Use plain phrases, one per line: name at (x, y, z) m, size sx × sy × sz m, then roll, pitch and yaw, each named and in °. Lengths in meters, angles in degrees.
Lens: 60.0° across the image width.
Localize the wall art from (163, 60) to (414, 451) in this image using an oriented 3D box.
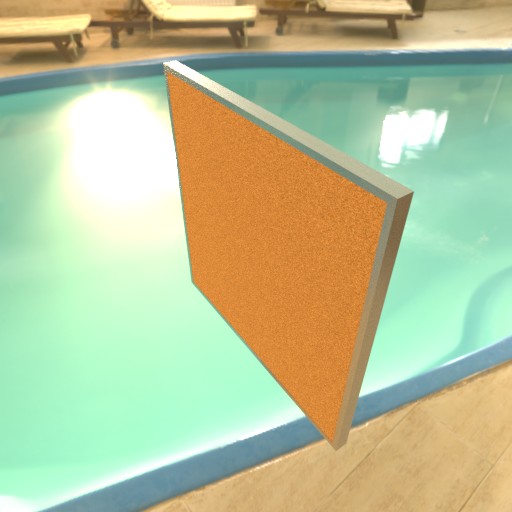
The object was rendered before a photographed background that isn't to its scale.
wall art at (0.000, 0.000, 1.198) m, size 0.038 × 0.806 × 0.806 m, roll -24°, pitch 46°, yaw -26°
